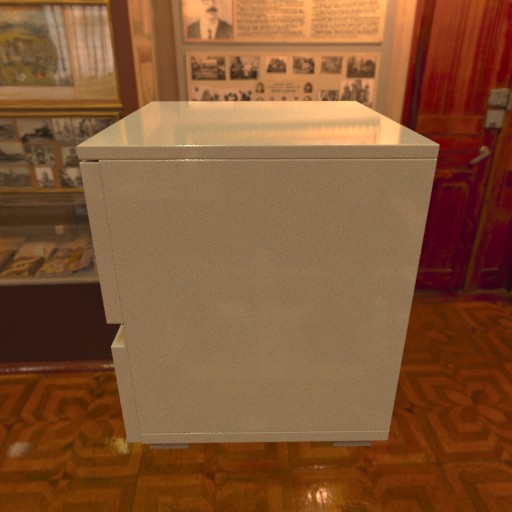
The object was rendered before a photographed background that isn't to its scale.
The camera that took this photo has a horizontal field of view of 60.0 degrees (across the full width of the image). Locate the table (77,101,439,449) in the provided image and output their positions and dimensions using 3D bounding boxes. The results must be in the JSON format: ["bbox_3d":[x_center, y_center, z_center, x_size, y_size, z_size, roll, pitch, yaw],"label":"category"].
[{"bbox_3d":[0.000,0.000,0.778,0.400,0.470,0.420,0,25,-1],"label":"table"}]
